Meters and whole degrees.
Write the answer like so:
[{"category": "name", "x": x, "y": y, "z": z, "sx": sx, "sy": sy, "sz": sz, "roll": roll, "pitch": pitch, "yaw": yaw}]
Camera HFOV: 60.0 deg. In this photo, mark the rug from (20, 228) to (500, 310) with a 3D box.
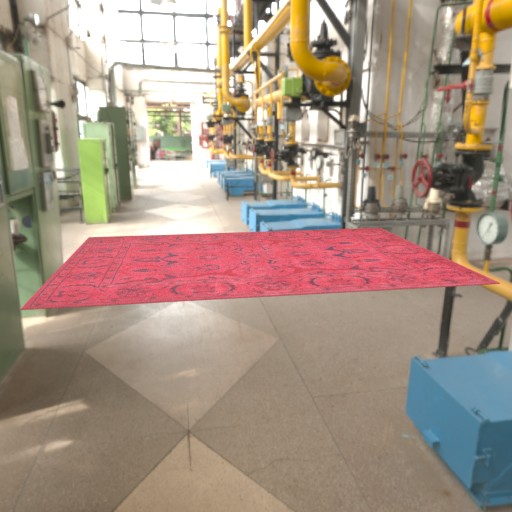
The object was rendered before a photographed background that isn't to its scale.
[{"category": "rug", "x": 0.000, "y": 0.000, "z": 2.936, "sx": 2.423, "sy": 0.010, "sz": 1.534, "roll": -2, "pitch": 15, "yaw": -9}]
